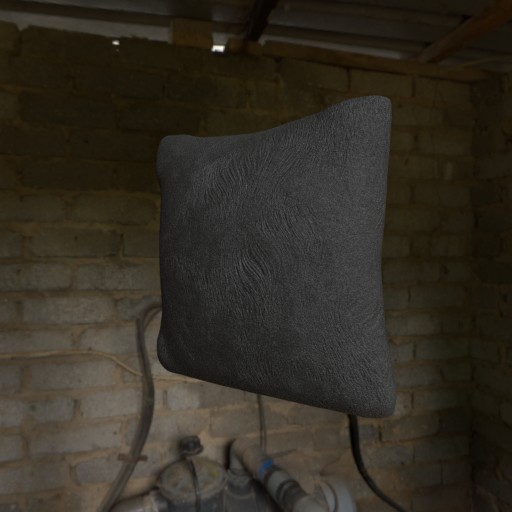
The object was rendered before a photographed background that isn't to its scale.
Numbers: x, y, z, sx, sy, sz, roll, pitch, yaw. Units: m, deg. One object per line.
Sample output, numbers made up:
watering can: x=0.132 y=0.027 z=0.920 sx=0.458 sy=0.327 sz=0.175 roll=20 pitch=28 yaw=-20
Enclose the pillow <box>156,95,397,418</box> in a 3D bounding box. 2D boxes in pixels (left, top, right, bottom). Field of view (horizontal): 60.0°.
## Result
pillow: x=0.000 y=0.000 z=0.840 sx=0.533 sy=0.523 sz=0.210 roll=1 pitch=1 yaw=35
